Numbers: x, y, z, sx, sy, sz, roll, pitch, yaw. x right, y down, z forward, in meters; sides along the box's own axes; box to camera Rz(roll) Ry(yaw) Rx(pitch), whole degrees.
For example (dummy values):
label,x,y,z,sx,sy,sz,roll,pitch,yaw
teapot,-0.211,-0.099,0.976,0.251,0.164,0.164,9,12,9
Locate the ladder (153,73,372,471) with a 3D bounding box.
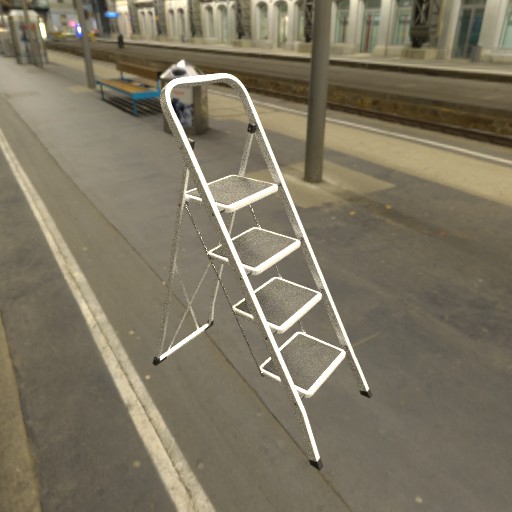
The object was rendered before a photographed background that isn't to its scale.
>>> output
label,x,y,z,sx,sy,sz,roll,pitch,yaw
ladder,0.000,0.000,1.705,0.914,1.265,0.460,19,33,32
